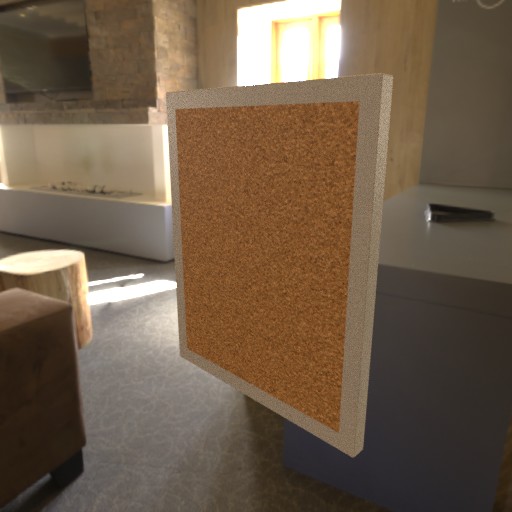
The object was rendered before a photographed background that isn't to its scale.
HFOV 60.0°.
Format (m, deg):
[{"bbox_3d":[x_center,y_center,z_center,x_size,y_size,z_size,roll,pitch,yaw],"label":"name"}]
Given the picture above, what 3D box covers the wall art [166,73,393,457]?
[{"bbox_3d":[0.000,0.000,0.772,0.454,0.556,0.028,16,22,42],"label":"wall art"}]
